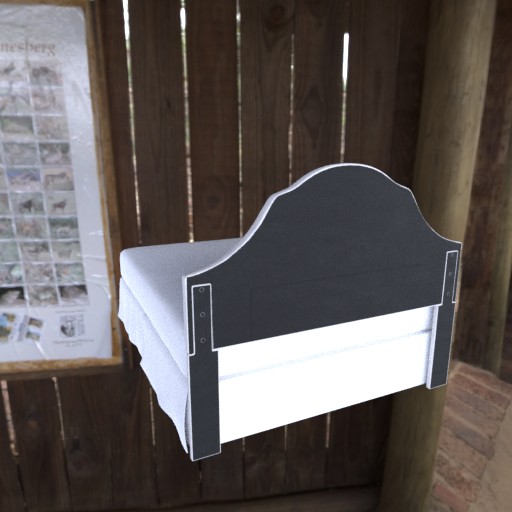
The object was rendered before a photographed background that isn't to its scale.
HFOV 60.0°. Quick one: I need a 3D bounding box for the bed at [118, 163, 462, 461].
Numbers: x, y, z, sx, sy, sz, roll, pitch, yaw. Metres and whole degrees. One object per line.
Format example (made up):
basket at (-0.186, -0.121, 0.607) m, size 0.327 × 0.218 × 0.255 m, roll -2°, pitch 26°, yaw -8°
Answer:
bed at (0.000, 0.000, 3.771) m, size 2.039 × 1.617 × 2.477 m, roll -6°, pitch 15°, yaw -24°
